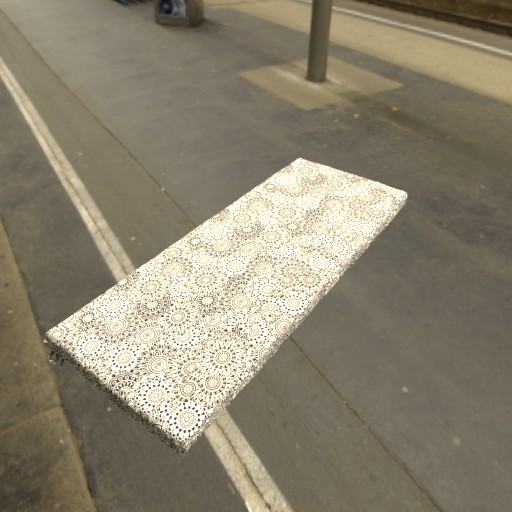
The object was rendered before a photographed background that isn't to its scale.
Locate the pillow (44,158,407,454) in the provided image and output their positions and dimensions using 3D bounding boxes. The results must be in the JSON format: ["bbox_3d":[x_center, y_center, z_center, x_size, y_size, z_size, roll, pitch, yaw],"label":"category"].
[{"bbox_3d":[0.000,0.000,1.326,0.492,0.081,1.187,25,46,27],"label":"pillow"}]
